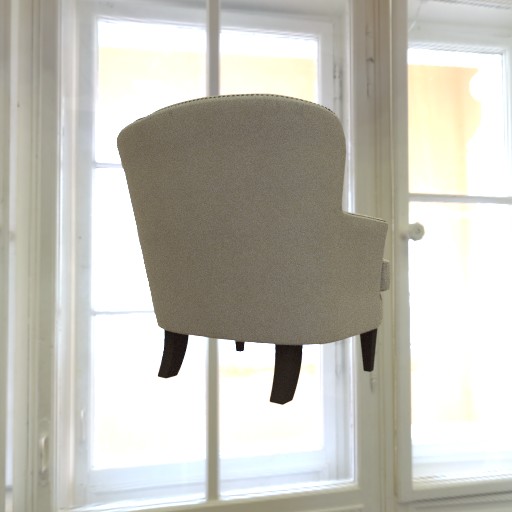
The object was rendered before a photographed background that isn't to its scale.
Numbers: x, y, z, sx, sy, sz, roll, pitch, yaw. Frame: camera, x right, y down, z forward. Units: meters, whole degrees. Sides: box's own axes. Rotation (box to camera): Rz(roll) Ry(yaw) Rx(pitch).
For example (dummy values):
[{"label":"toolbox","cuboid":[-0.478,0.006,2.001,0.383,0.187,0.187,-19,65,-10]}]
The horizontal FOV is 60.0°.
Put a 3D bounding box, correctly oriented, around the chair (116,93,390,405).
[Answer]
[{"label":"chair","cuboid":[0.000,0.000,1.625,0.848,0.868,0.906,-1,-1,36]}]
